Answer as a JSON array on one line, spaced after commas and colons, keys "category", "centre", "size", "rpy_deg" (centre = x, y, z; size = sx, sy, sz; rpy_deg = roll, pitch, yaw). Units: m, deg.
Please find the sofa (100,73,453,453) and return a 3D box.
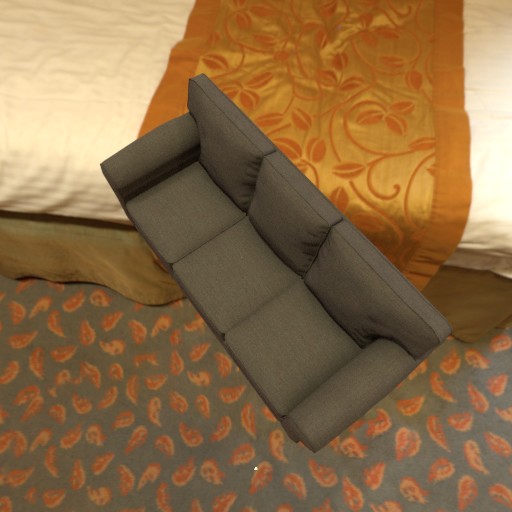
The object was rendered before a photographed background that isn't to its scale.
[{"category": "sofa", "centre": [0.000, 0.000, 2.649], "size": [0.909, 0.966, 2.084], "rpy_deg": [-34, 69, -15]}]
